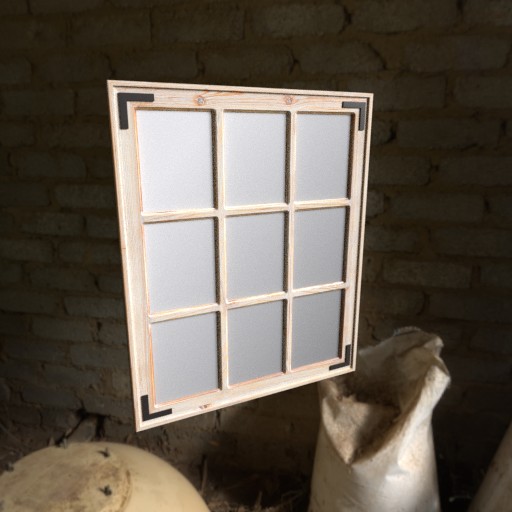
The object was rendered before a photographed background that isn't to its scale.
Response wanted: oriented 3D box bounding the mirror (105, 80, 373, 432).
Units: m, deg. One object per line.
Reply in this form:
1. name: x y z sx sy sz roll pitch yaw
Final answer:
1. mirror: 0.000 0.000 1.240 0.730 0.882 0.032 -7 17 -25
